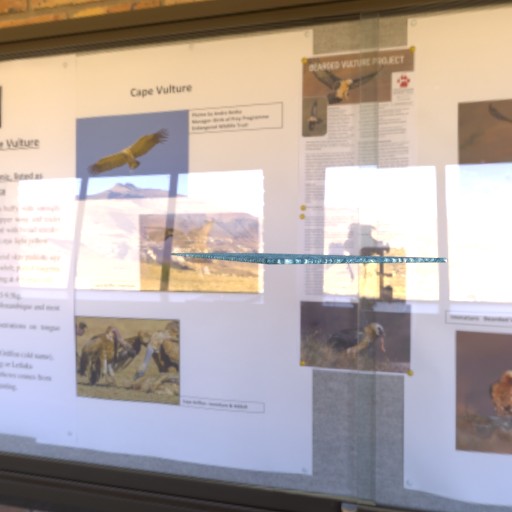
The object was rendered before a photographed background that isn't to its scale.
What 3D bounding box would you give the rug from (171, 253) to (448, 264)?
[{"bbox_3d":[0.000,0.000,2.538,0.676,0.016,2.286,0,1,-18],"label":"rug"}]
